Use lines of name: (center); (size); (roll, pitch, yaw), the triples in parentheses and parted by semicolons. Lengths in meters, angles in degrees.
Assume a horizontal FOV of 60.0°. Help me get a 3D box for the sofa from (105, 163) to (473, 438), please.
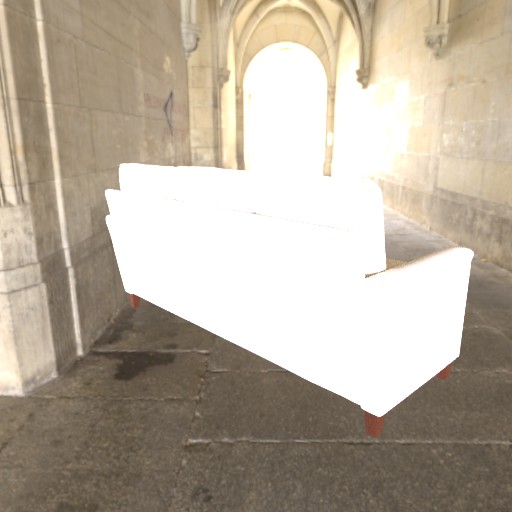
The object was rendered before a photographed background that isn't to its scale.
sofa: (0.000, 0.000, 2.362); (0.828, 0.961, 1.925); (-14, 20, -42)
